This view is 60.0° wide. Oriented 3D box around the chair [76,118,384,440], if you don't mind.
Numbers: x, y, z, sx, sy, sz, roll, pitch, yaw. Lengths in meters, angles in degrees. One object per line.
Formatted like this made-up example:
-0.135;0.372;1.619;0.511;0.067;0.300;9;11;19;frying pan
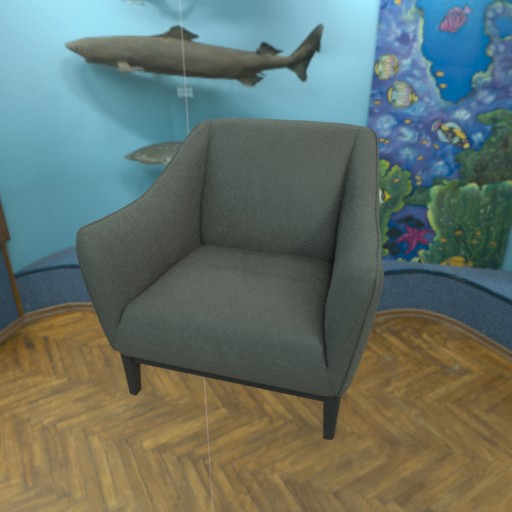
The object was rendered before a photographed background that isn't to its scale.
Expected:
0.000;0.000;1.584;0.871;0.830;0.852;7;27;15;chair
